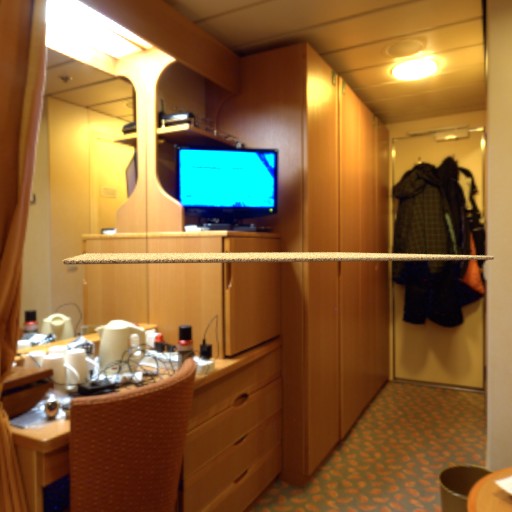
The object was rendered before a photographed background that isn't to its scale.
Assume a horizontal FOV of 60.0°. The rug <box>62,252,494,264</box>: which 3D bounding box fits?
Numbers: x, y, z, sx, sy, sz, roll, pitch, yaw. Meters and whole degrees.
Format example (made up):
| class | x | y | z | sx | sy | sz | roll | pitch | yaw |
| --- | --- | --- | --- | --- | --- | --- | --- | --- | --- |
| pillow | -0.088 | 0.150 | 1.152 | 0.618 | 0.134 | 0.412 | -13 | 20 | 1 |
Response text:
| class | x | y | z | sx | sy | sz | roll | pitch | yaw |
| --- | --- | --- | --- | --- | --- | --- | --- | --- | --- |
| rug | 0.000 | 0.000 | 4.049 | 3.047 | 0.029 | 2.438 | 0 | 1 | -18 |
